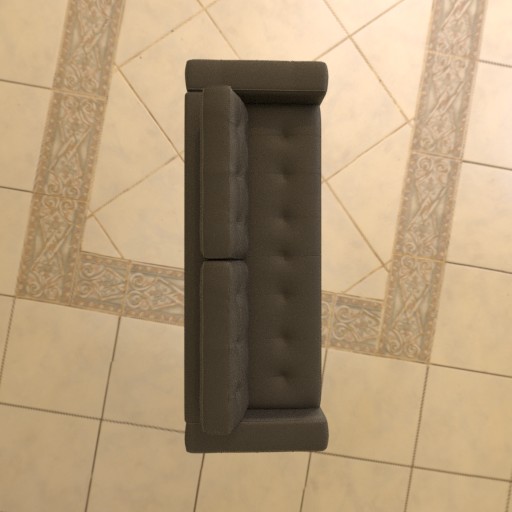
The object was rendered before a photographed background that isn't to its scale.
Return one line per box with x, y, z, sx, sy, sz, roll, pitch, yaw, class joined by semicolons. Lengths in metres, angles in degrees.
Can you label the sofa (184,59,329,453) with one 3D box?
0.000;0.000;2.716;0.833;0.893;2.275;0;90;-2;sofa
